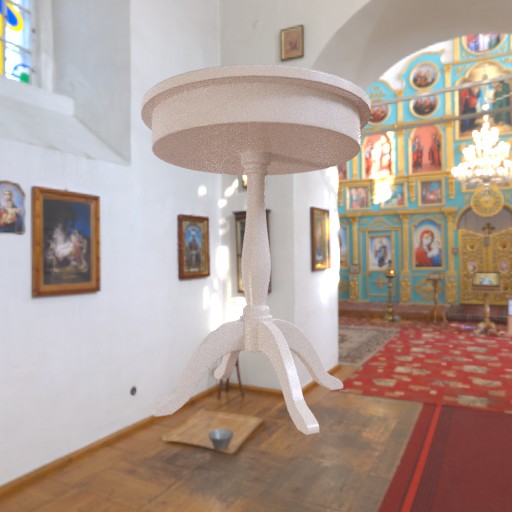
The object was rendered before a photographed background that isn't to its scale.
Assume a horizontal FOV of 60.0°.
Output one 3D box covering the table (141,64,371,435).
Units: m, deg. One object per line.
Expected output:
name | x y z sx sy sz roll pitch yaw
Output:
table | 0.000 0.000 1.014 0.513 0.653 0.513 0 -1 0
